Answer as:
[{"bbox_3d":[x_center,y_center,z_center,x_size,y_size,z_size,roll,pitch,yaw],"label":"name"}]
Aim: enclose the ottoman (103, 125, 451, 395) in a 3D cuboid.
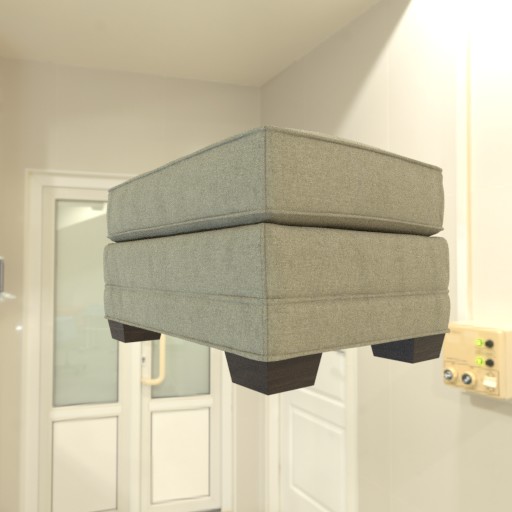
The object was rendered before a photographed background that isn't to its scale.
[{"bbox_3d":[0.000,0.000,1.243,0.611,0.508,0.848,1,-2,-37],"label":"ottoman"}]
